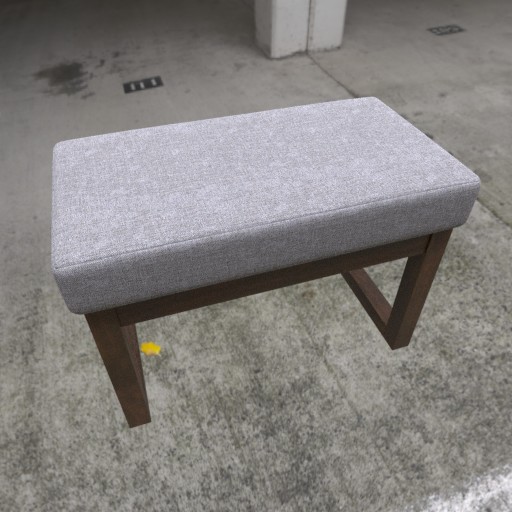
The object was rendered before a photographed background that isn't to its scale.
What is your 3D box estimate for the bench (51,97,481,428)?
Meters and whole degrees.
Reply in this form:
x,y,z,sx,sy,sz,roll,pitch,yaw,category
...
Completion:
x,y,z,sx,sy,sz,roll,pitch,yaw,category
0.000,0.000,0.923,0.681,0.467,0.366,-13,44,-13,bench
